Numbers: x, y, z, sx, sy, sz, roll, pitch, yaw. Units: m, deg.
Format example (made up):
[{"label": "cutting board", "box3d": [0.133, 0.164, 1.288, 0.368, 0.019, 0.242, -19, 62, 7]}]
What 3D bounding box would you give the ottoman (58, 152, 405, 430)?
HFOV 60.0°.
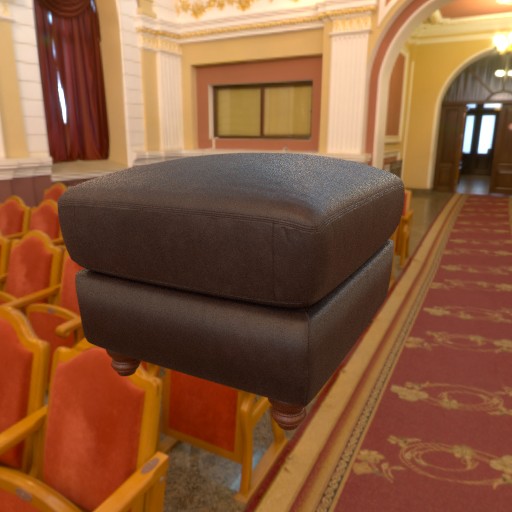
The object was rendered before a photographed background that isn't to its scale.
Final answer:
[{"label": "ottoman", "box3d": [0.000, 0.000, 1.263, 0.670, 0.569, 0.806, 8, 17, 27]}]
